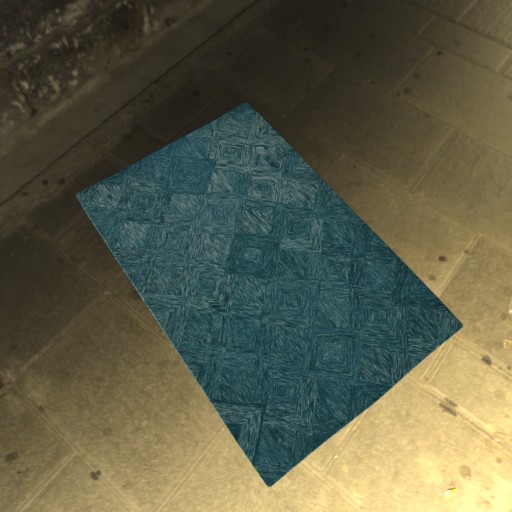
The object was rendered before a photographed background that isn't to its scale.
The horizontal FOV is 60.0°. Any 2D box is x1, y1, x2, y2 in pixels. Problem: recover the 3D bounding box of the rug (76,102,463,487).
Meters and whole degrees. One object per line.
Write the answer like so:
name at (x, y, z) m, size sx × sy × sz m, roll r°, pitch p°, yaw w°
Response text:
rug at (0.000, 0.000, 2.201) m, size 1.136 × 0.017 × 1.728 m, roll -33°, pitch 68°, yaw -15°
